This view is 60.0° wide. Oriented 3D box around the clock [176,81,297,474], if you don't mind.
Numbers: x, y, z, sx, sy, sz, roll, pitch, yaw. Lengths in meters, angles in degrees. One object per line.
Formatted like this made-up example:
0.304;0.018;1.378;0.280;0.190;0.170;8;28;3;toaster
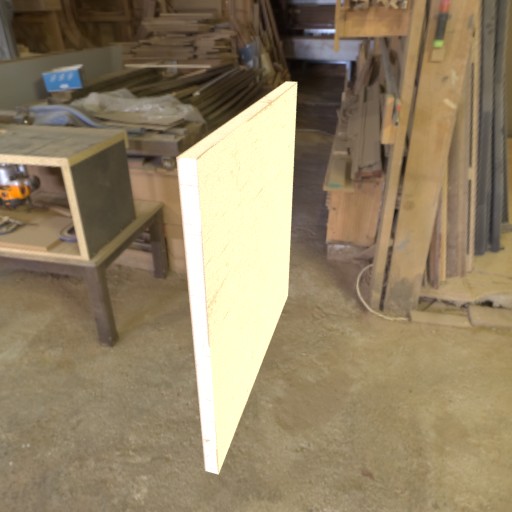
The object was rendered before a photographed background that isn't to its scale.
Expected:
0.000;0.000;1.088;0.032;0.705;0.705;8;31;14;clock
